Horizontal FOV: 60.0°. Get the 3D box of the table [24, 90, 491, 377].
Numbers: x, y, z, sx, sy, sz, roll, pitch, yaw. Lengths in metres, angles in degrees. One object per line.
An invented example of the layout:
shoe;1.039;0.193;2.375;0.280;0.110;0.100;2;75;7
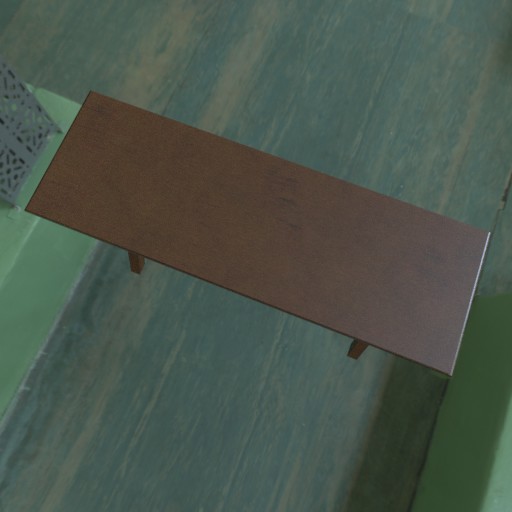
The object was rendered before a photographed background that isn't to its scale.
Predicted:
table;0.000;0.000;1.556;1.197;0.763;0.399;21;77;5
